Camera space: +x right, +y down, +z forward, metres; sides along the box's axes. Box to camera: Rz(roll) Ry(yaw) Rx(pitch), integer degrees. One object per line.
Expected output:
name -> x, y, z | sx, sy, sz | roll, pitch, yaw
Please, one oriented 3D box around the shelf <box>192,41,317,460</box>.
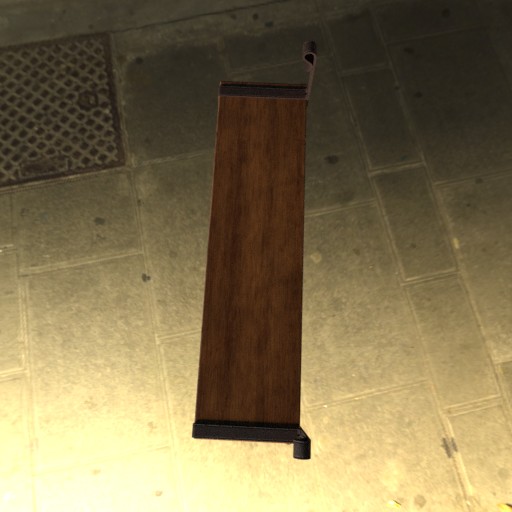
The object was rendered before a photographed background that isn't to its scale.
shelf -> 0.000, 0.000, 0.703 | 0.146, 0.330, 0.567 | 3, 76, 1
